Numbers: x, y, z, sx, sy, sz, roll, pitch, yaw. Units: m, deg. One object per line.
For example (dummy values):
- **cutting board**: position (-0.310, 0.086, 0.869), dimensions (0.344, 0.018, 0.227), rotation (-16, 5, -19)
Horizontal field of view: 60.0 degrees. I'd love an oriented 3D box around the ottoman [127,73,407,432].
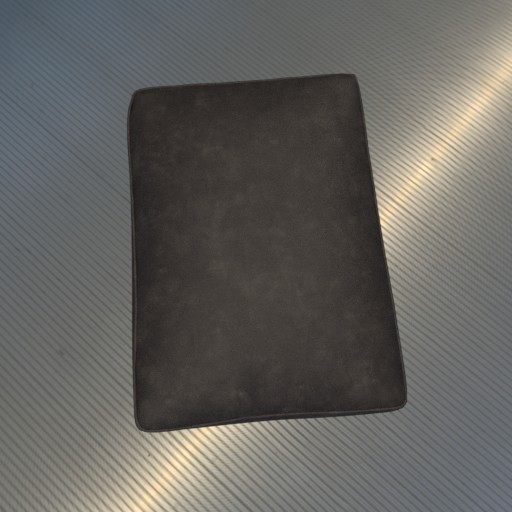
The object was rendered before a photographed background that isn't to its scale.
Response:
- **ottoman**: position (0.000, 0.000, 0.975), dimensions (0.501, 0.413, 0.665), rotation (-5, 76, -1)
